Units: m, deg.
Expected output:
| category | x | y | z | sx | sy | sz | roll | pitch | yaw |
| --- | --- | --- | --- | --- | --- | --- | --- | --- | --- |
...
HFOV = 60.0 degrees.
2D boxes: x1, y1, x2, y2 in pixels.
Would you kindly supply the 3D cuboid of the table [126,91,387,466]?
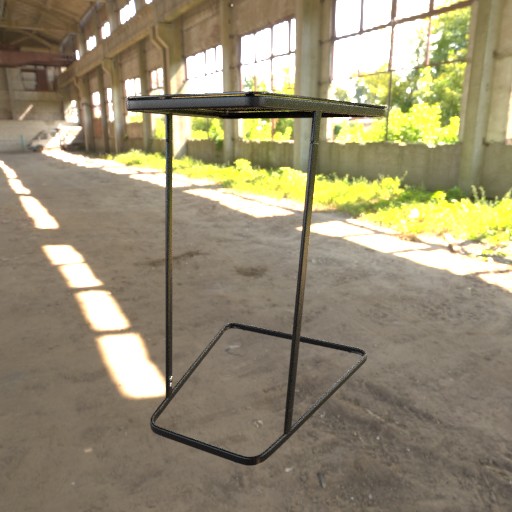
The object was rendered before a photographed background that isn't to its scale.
| category | x | y | z | sx | sy | sz | roll | pitch | yaw |
| --- | --- | --- | --- | --- | --- | --- | --- | --- | --- |
| table | 0.000 | 0.000 | 0.955 | 0.427 | 0.624 | 0.500 | 7 | 17 | 25 |
